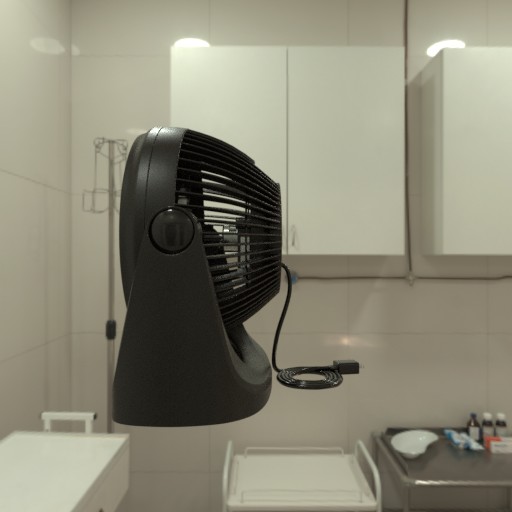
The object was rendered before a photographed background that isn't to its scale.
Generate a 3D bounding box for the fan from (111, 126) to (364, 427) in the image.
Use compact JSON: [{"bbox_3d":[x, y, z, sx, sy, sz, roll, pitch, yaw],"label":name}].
[{"bbox_3d":[0.000,0.000,0.491,0.256,0.277,0.273,0,0,0],"label":"fan"}]
